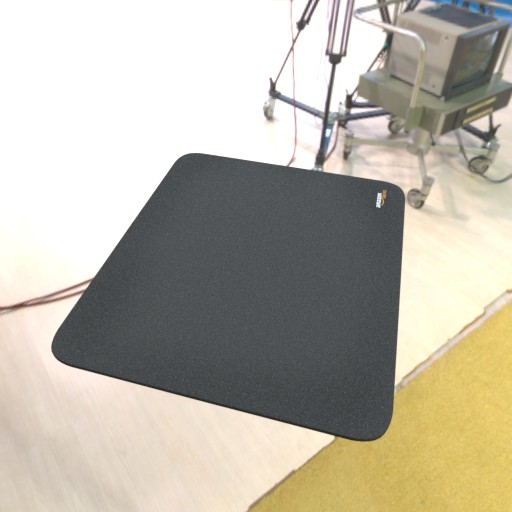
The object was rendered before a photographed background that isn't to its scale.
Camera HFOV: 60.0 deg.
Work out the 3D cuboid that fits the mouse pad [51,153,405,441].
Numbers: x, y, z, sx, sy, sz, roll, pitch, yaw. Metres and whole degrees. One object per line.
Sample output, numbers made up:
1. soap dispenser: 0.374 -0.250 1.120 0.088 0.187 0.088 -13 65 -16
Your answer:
1. mouse pad: 0.000 0.000 0.320 0.203 0.003 0.229 11 47 10
